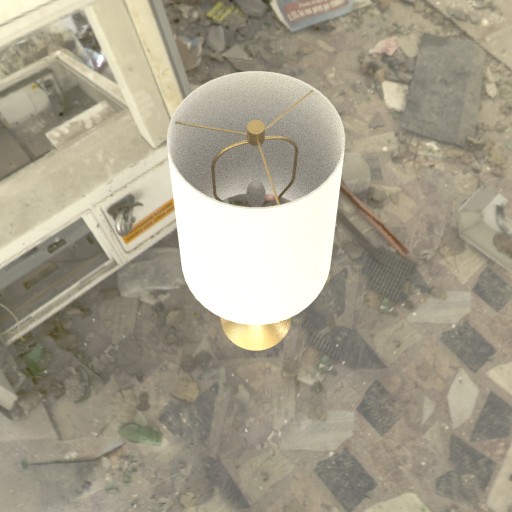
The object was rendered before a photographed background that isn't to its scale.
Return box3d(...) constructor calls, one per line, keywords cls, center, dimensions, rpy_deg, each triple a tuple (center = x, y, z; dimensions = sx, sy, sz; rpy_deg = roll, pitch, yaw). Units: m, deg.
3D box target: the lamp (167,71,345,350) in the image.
box3d(cls="lamp", center=(0.000, 0.000, 0.694), dimensions=(0.231, 0.569, 0.231), rpy_deg=(0, 63, 0))
